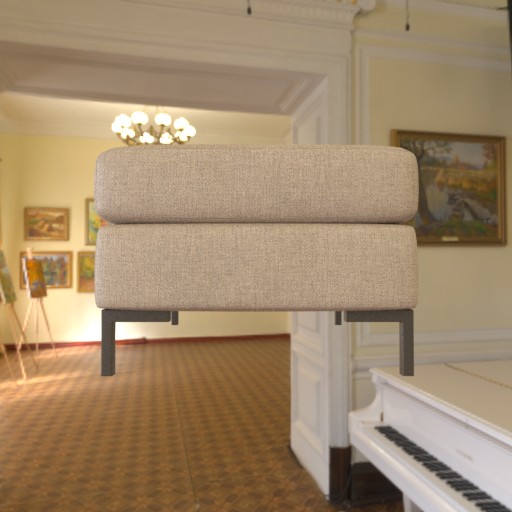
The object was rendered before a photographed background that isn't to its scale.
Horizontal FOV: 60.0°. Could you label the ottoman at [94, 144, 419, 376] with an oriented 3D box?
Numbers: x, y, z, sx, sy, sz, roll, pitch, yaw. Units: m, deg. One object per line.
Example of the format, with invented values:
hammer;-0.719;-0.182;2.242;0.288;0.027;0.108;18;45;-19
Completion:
ottoman;0.000;0.000;1.262;0.671;0.490;0.820;0;-1;0
